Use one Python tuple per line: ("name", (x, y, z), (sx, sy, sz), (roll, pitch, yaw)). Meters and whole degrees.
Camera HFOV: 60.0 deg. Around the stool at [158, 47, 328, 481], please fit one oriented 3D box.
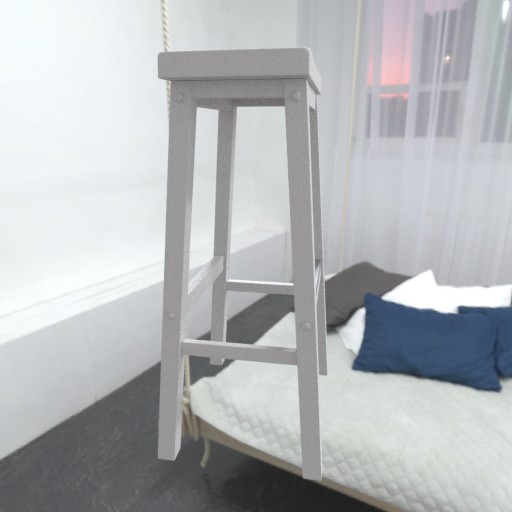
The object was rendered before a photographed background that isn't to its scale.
("stool", (0.000, 0.000, 0.940), (0.322, 0.742, 0.406), (3, 16, 10))
